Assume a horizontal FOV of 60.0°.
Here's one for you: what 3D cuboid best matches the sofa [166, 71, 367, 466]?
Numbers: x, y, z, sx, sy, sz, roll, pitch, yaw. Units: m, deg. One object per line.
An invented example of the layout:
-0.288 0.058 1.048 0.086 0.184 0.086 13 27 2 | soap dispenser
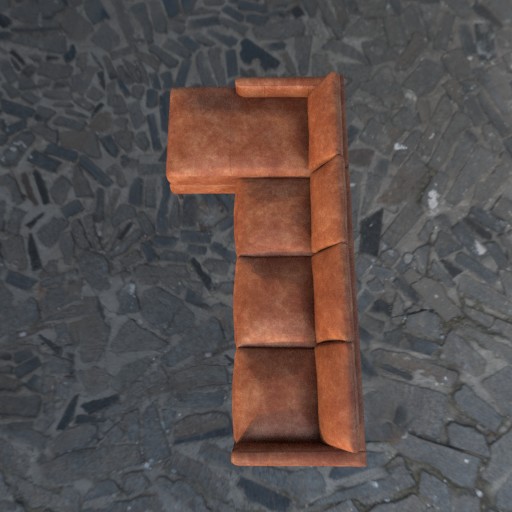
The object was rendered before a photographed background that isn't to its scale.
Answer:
0.000 0.000 3.502 1.471 0.859 2.993 0 75 0 | sofa
